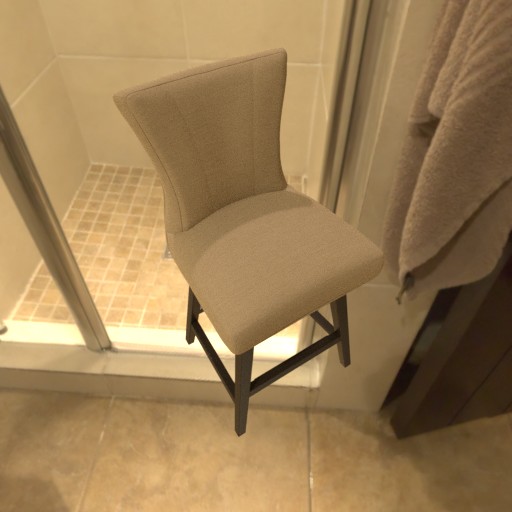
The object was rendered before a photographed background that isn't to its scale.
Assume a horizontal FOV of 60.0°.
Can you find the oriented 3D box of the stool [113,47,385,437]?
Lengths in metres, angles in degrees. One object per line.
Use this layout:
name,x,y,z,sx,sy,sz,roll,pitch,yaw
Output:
stool,0.000,0.000,1.367,0.514,1.000,0.574,-26,52,-22
